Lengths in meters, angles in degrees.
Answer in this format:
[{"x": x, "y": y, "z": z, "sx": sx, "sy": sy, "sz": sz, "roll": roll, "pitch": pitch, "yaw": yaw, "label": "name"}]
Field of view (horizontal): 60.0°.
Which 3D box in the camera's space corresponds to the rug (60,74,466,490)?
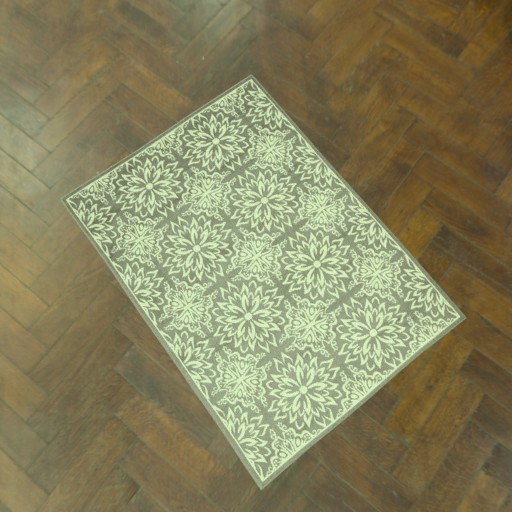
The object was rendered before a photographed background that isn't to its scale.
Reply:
[{"x": 0.000, "y": 0.000, "z": 2.854, "sx": 1.608, "sy": 0.014, "sz": 2.213, "roll": -36, "pitch": 78, "yaw": -9, "label": "rug"}]
